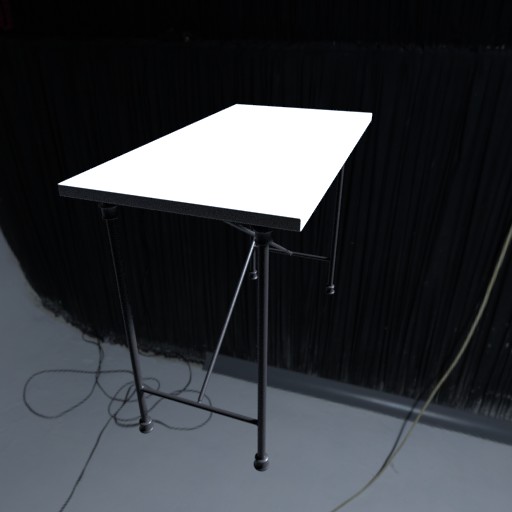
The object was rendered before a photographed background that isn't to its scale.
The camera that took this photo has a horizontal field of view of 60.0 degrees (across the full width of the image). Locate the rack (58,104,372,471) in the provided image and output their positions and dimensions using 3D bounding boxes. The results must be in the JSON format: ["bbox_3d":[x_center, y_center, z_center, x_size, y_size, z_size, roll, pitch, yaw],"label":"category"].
[{"bbox_3d":[0.000,0.000,1.677,0.613,0.880,1.159,10,30,17],"label":"rack"}]
